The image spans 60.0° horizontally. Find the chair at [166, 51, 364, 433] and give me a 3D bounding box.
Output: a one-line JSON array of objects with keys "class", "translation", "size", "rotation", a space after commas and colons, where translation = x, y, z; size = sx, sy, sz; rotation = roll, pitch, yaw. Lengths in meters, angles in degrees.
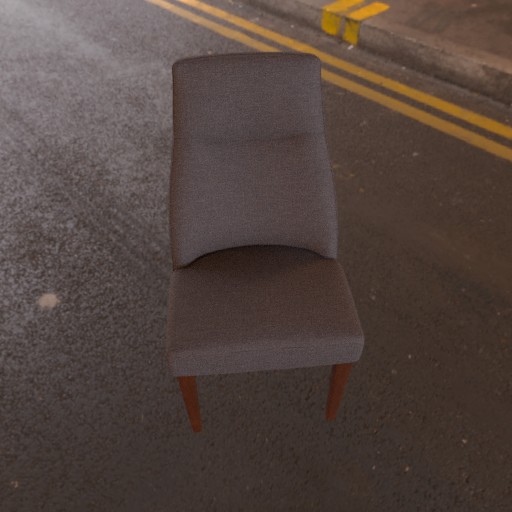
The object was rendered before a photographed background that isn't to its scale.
[{"class": "chair", "translation": [0.000, 0.000, 1.275], "size": [0.500, 0.930, 0.620], "rotation": [-4, 47, -4]}]
